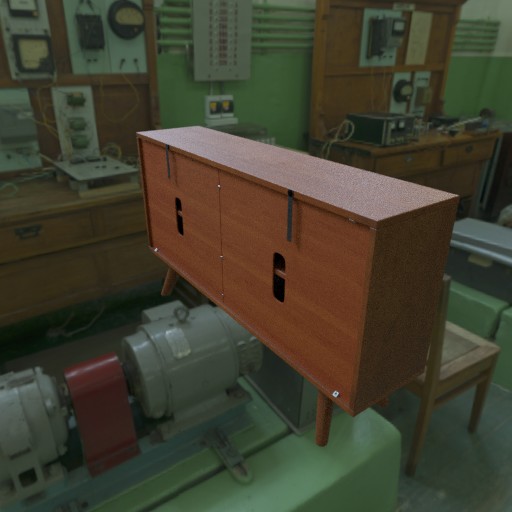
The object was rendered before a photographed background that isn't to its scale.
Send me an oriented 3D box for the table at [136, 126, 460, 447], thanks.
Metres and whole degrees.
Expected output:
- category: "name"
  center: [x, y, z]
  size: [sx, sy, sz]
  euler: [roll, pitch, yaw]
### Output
- category: "table"
  center: [0.000, 0.000, 1.532]
  size: [0.308, 0.698, 1.220]
  euler: [-17, 30, -32]
